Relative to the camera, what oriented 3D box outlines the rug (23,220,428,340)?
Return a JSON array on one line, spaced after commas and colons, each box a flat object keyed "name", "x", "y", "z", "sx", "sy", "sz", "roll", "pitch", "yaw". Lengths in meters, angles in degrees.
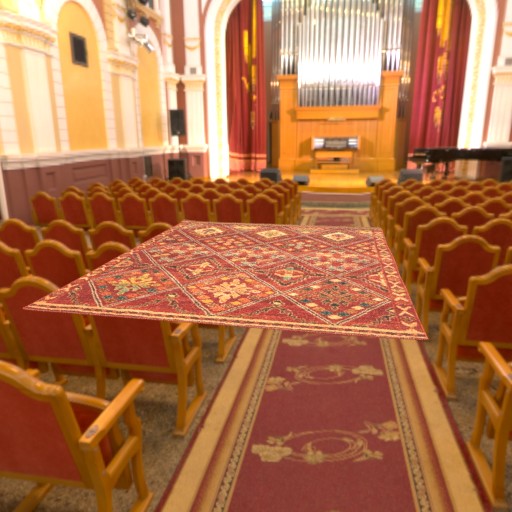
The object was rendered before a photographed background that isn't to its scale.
[{"name": "rug", "x": 0.000, "y": 0.000, "z": 4.085, "sx": 2.489, "sy": 0.030, "sz": 3.086, "roll": 3, "pitch": 15, "yaw": 10}]
